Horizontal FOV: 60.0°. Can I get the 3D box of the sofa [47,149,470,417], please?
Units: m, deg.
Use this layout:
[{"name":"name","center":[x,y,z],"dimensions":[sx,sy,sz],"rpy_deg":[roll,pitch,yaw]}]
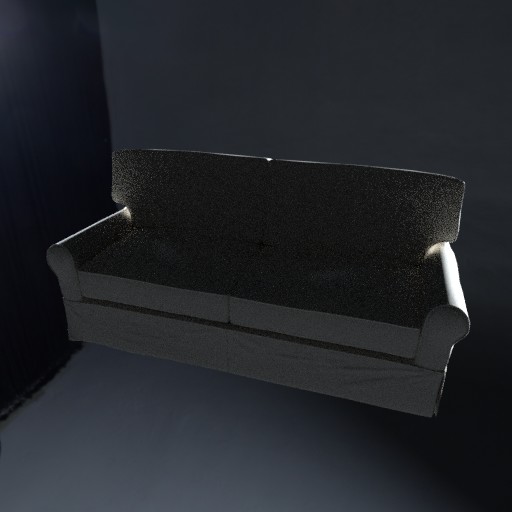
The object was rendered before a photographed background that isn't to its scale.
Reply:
[{"name":"sofa","center":[0.000,0.000,2.361],"dimensions":[2.021,0.937,0.862],"rpy_deg":[8,28,16]}]
